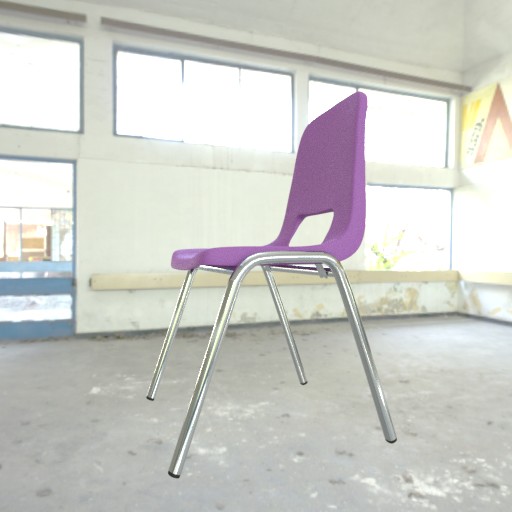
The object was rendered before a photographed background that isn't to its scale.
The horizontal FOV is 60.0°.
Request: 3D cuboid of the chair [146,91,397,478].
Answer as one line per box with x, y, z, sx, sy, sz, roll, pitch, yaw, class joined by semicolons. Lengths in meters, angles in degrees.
0.000;0.000;0.672;0.301;0.493;0.291;0;0;-19;chair
